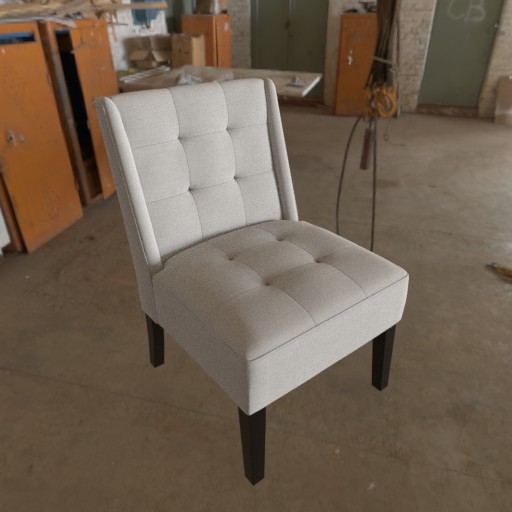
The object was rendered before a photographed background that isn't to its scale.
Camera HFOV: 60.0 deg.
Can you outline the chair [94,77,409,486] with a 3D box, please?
[{"bbox_3d":[0.000,0.000,1.263,0.569,0.853,0.676,-21,36,-32],"label":"chair"}]
